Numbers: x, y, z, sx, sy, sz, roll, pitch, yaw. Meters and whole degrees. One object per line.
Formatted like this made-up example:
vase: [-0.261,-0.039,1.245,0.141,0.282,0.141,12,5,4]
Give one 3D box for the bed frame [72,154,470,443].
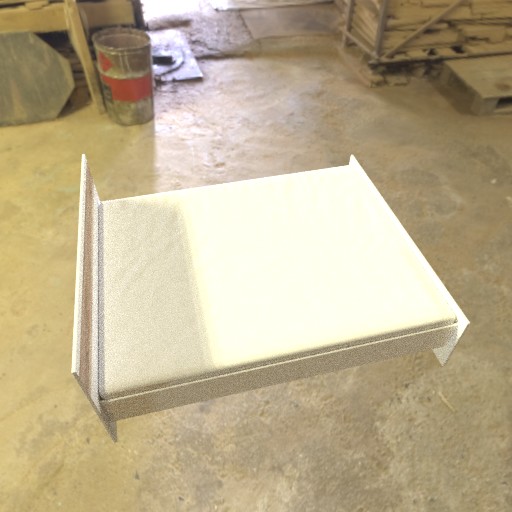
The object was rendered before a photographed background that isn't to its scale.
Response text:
bed frame: [0.000,0.000,2.949,2.060,0.800,1.720,-10,47,-9]
